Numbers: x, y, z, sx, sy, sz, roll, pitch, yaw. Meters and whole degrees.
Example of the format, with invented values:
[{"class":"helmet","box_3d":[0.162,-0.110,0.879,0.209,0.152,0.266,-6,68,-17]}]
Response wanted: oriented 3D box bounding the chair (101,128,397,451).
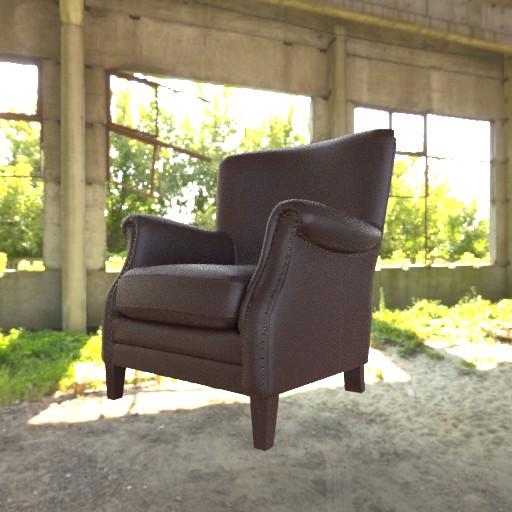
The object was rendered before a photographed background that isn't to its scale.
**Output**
[{"class":"chair","box_3d":[0.000,0.000,1.324,0.700,0.800,0.746,0,0,37]}]
